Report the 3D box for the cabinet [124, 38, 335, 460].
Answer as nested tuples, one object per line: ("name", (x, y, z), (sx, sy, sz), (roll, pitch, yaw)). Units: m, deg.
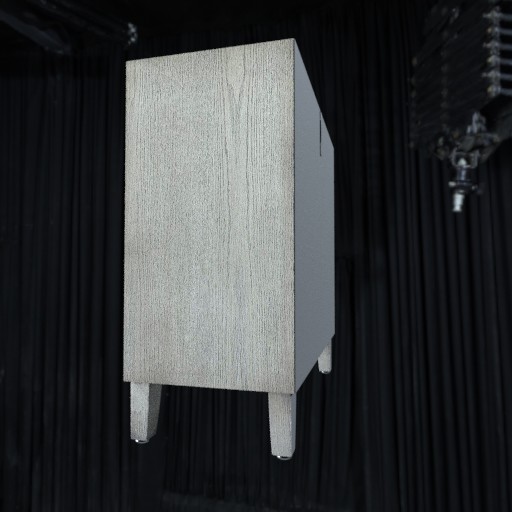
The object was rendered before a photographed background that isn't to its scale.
("cabinet", (0.000, 0.000, 1.239), (0.370, 0.787, 0.781), (0, -2, 15))
